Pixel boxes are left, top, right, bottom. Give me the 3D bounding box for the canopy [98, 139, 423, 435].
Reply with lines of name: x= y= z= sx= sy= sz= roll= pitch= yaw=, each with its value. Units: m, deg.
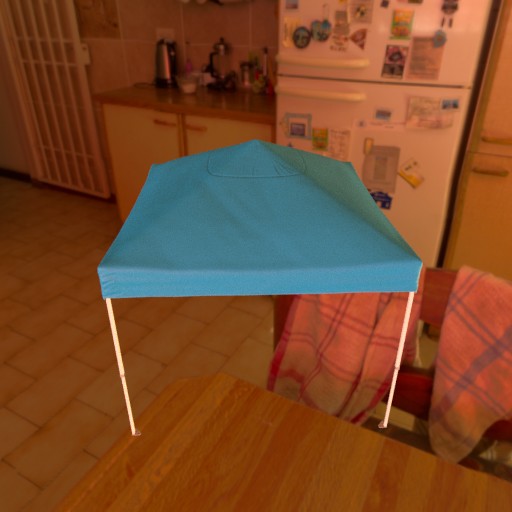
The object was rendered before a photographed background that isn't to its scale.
canopy: x=0.000 y=0.000 z=5.690 sx=2.996 sy=2.997 sz=2.998 roll=-1 pitch=30 yaw=-2
